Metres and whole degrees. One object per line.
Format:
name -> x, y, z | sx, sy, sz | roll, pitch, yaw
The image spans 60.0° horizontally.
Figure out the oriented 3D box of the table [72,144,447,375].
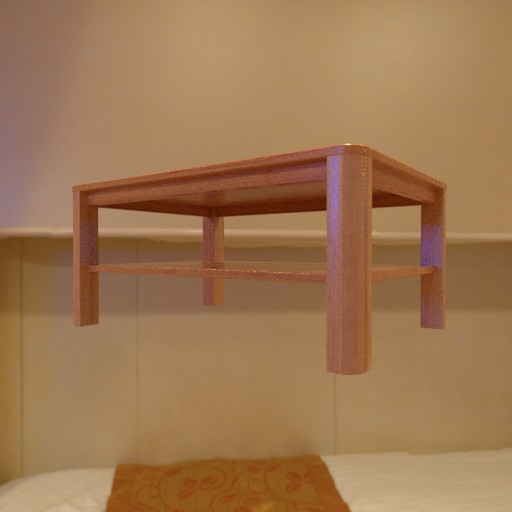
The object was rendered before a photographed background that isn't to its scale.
table -> 0.000, 0.000, 1.410 | 0.997, 0.445, 0.696 | 1, 1, 37
